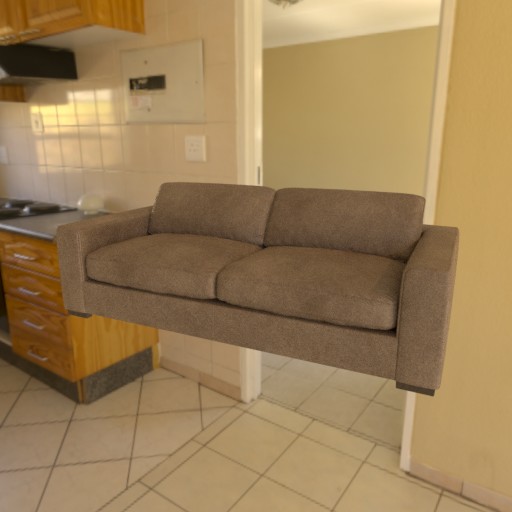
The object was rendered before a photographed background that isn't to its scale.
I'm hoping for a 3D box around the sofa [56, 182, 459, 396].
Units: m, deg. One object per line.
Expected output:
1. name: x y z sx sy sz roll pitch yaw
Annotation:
1. sofa: 0.000 0.000 2.745 2.262 0.801 1.070 7 16 24
